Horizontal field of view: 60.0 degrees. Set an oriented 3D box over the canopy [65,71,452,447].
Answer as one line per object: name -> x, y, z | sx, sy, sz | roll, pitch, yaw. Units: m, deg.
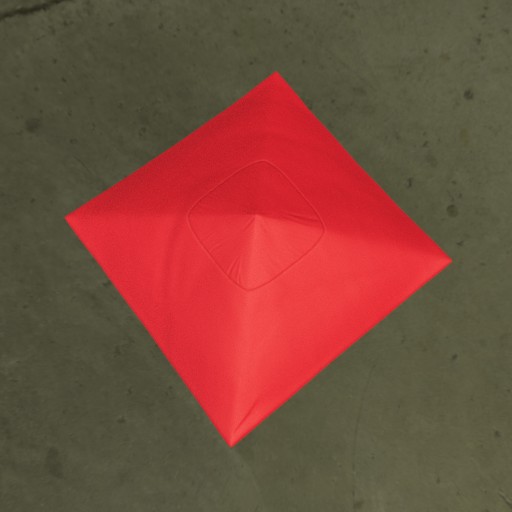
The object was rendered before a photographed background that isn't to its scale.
canopy -> 0.000, 0.000, 5.477 | 2.998, 2.997, 2.996 | -37, 79, -9
